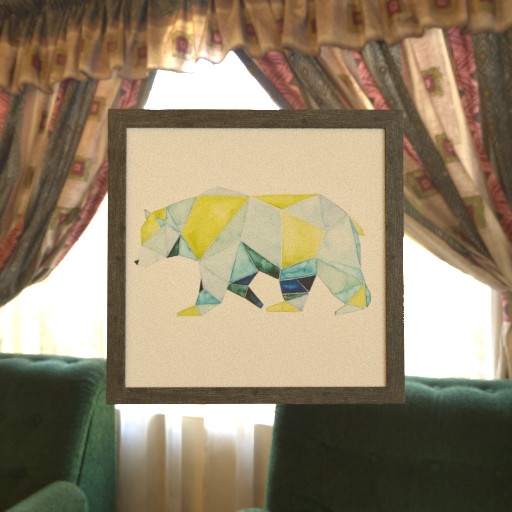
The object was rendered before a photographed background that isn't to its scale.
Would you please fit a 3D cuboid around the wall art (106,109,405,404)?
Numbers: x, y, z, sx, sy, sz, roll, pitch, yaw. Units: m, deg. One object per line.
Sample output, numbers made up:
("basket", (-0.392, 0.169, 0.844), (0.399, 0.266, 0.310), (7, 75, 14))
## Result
("wall art", (0.000, 0.000, 0.702), (0.462, 0.459, 0.027), (0, -1, 0))
